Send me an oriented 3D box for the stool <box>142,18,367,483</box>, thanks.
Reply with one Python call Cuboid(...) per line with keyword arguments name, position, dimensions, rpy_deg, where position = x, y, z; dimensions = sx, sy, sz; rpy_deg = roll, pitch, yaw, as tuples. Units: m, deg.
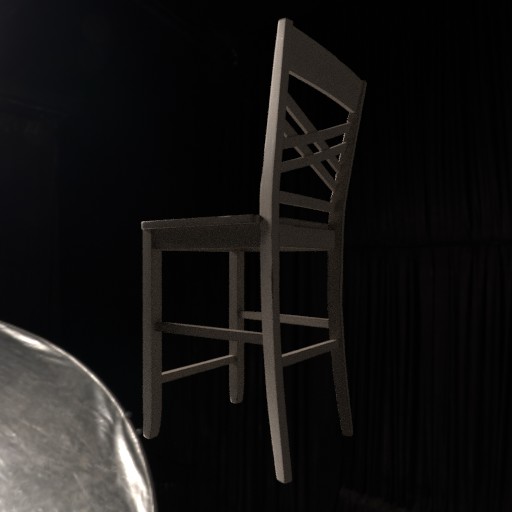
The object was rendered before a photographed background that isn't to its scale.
Cuboid(name="stool", position=(0.000, 0.000, 1.333), dimensions=(0.539, 1.079, 0.462), rpy_deg=(0, -1, 37))
